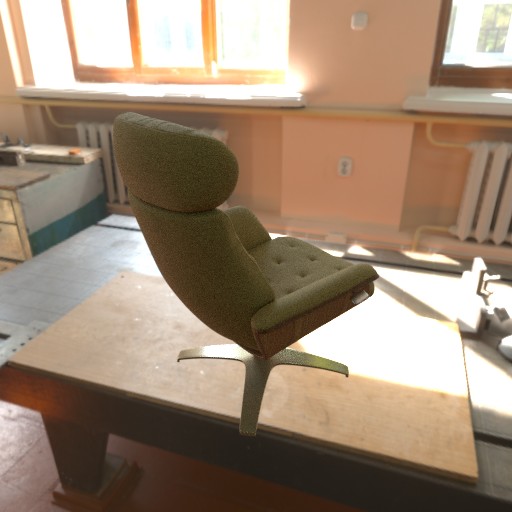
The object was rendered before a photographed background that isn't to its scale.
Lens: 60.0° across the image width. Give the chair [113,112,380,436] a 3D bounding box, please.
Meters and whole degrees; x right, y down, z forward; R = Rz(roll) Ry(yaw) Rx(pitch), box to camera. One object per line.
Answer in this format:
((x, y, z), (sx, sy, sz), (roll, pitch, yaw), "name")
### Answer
((0.000, 0.000, 1.562), (0.837, 0.995, 0.785), (-17, 30, -33), "chair")
